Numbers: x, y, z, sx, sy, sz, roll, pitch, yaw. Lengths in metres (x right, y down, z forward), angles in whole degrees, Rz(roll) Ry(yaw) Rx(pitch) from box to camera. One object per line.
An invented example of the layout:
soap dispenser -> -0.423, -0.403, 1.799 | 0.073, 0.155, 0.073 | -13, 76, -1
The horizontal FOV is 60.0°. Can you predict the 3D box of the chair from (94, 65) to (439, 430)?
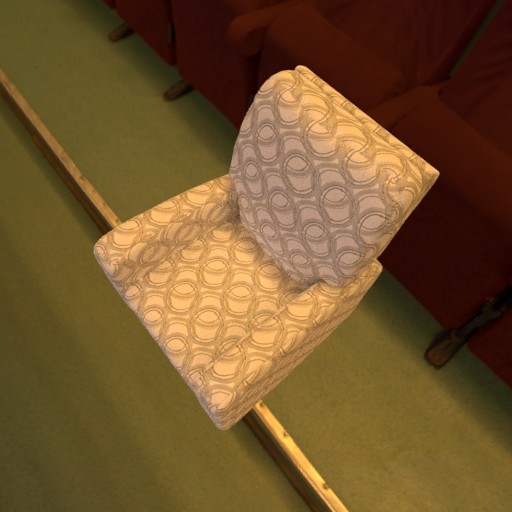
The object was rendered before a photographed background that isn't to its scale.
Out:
chair -> 0.000, 0.000, 1.743 | 0.995, 1.065, 0.796 | -36, 68, -17
